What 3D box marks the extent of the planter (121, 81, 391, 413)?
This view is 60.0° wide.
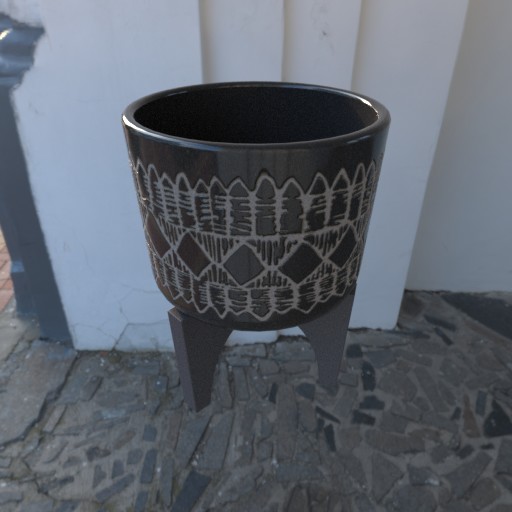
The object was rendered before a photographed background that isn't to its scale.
[{"bbox_3d":[0.000,0.000,0.400,0.196,0.264,0.196,9,33,14],"label":"planter"}]
